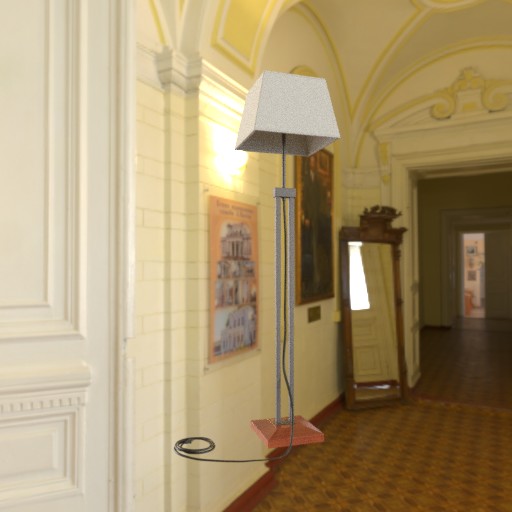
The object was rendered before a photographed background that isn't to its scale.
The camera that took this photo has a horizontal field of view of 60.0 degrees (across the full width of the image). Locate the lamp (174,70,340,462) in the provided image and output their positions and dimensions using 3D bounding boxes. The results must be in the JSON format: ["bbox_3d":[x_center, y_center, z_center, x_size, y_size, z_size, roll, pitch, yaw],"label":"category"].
[{"bbox_3d":[0.000,0.000,2.056,0.745,1.712,0.472,0,-2,-17],"label":"lamp"}]
